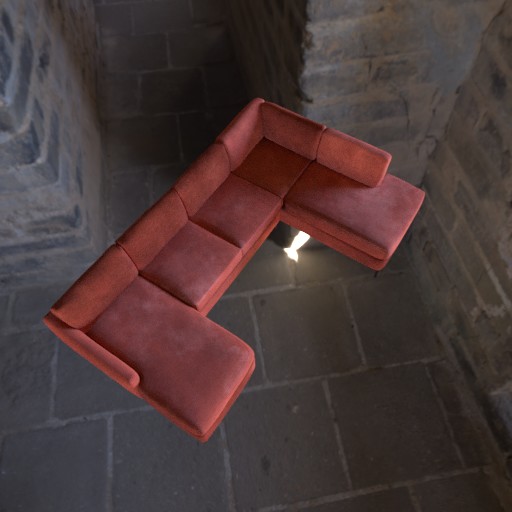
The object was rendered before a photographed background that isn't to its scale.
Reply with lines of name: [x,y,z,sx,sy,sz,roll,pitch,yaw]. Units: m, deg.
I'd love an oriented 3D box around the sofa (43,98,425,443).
sofa: [0.000,0.000,3.883,1.981,0.858,2.971,29,63,17]
